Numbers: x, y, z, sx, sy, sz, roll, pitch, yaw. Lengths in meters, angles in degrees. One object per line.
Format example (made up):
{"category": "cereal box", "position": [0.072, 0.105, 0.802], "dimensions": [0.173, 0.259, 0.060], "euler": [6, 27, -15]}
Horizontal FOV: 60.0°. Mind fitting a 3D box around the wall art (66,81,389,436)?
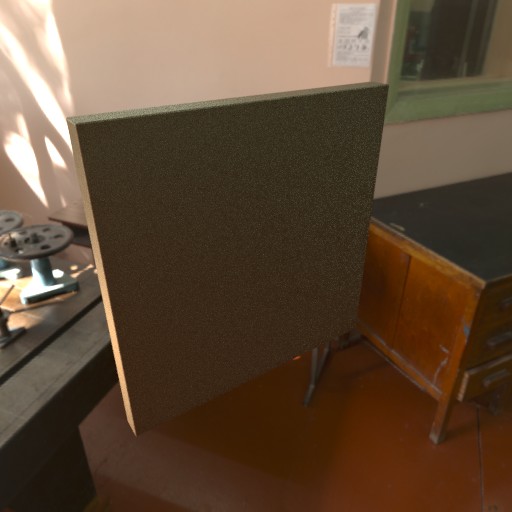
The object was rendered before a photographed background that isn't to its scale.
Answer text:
{"category": "wall art", "position": [0.000, 0.000, 0.743], "dimensions": [0.503, 0.506, 0.040], "euler": [-18, 34, -29]}
